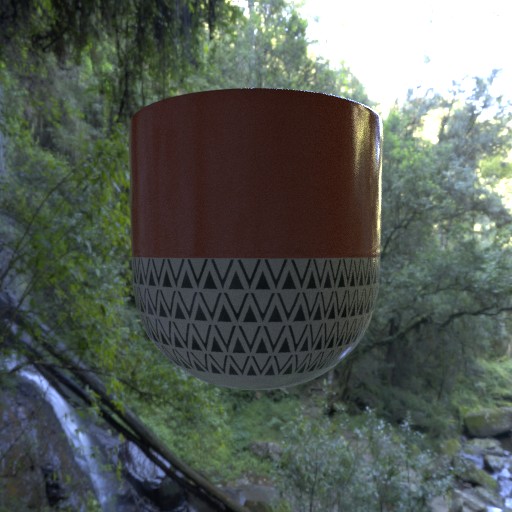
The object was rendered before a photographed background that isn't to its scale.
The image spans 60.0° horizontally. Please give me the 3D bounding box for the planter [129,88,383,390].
[{"bbox_3d":[0.000,0.000,0.485,0.266,0.270,0.266,0,1,0],"label":"planter"}]
